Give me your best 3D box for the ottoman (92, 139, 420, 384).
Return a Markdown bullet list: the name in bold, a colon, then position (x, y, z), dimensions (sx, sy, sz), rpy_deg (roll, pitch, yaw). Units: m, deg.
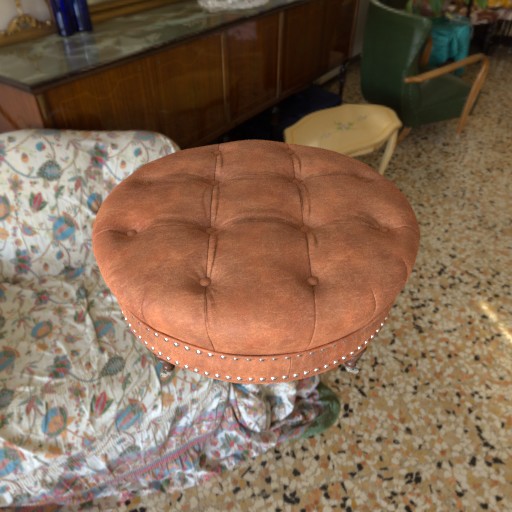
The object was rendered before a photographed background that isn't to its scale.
- **ottoman**: position (0.000, 0.000, 1.360), dimensions (0.901, 0.444, 0.901), rpy_deg (0, 40, 0)
